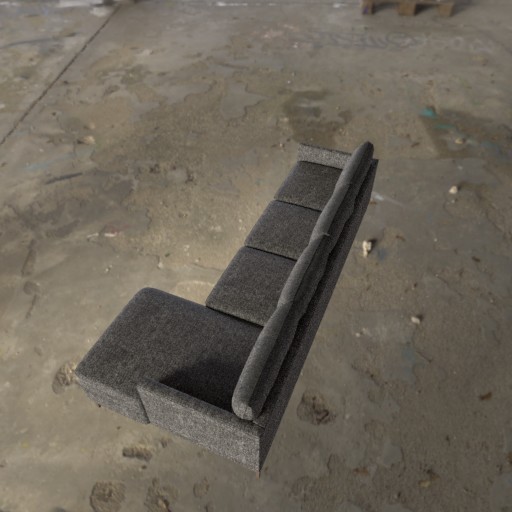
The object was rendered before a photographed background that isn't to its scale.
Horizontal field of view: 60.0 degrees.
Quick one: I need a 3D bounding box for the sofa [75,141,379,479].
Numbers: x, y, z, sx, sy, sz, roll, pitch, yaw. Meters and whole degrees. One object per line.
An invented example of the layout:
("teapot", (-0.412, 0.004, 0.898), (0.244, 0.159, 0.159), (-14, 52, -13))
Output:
("sofa", (0.000, 0.000, 4.148), (1.488, 0.970, 3.384), (17, 48, 16))
